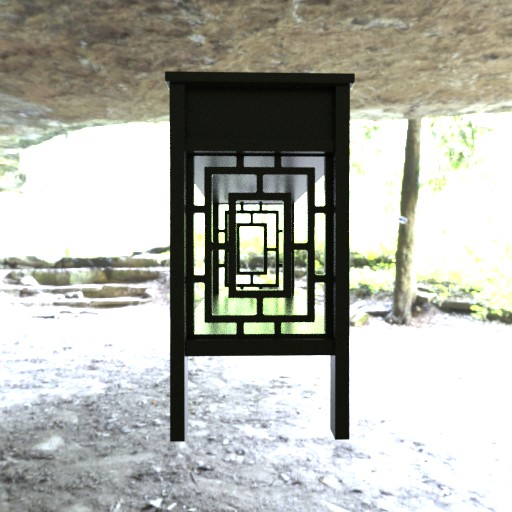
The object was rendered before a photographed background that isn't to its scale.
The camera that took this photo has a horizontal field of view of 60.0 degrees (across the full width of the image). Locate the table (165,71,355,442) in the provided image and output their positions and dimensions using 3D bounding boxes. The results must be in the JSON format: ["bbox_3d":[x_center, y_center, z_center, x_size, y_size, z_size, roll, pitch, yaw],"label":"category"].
[{"bbox_3d":[0.000,0.000,1.434,0.397,0.753,1.068,0,0,-2],"label":"table"}]
